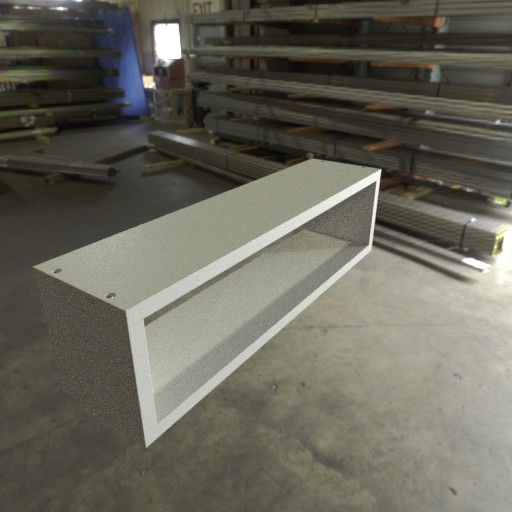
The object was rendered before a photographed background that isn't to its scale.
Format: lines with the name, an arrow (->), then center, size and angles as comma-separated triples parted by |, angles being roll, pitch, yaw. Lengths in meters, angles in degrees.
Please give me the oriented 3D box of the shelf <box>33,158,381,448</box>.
shelf -> 0.000, 0.000, 0.693 | 0.150, 0.170, 0.610 | 17, 30, 32
